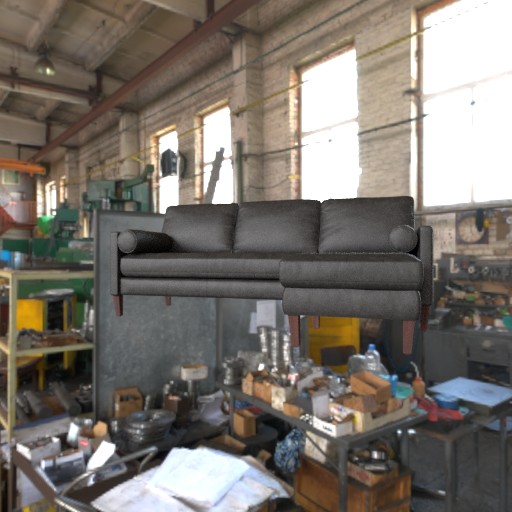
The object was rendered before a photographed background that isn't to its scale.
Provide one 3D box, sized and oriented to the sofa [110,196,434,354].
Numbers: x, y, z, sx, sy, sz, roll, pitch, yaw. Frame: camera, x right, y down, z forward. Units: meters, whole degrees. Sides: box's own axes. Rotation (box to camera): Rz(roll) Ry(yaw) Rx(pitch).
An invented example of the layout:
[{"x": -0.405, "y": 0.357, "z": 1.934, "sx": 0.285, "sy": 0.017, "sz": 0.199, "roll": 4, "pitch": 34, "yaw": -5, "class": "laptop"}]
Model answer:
[{"x": 0.000, "y": 0.000, "z": 2.922, "sx": 2.178, "sy": 0.876, "sz": 1.497, "roll": 0, "pitch": 0, "yaw": 18, "class": "sofa"}]
